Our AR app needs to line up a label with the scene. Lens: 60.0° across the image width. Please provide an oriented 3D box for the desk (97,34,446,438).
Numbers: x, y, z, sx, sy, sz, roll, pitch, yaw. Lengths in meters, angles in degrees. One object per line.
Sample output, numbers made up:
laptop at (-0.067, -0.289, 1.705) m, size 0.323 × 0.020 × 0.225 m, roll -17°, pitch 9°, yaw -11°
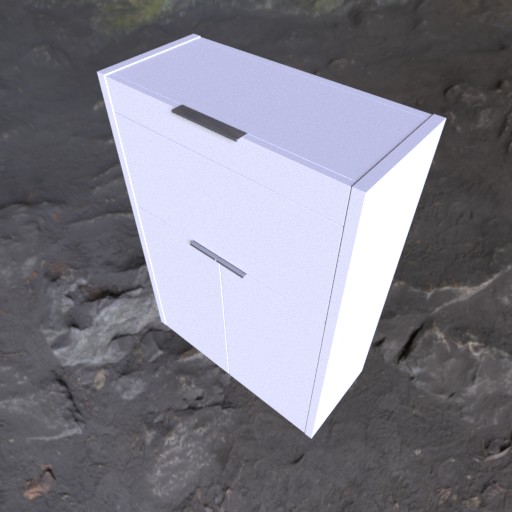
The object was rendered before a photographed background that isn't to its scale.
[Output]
desk at (0.000, 0.000, 1.563) m, size 0.850 × 1.190 × 0.390 m, roll 31°, pitch 53°, yaw 27°
